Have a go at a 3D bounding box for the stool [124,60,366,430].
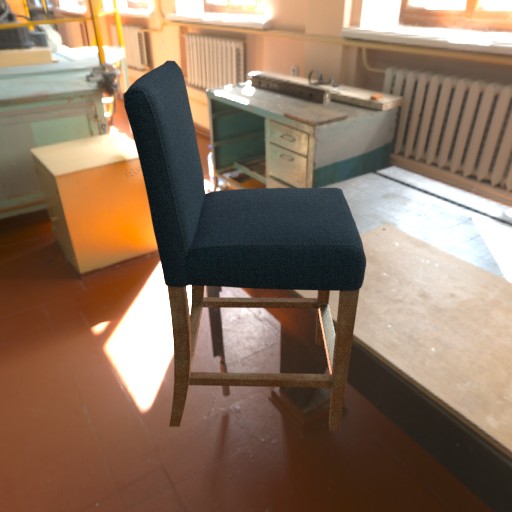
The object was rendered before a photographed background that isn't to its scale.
[{"bbox_3d":[0.000,0.000,1.334,0.567,1.039,0.454,0,31,0],"label":"stool"}]
